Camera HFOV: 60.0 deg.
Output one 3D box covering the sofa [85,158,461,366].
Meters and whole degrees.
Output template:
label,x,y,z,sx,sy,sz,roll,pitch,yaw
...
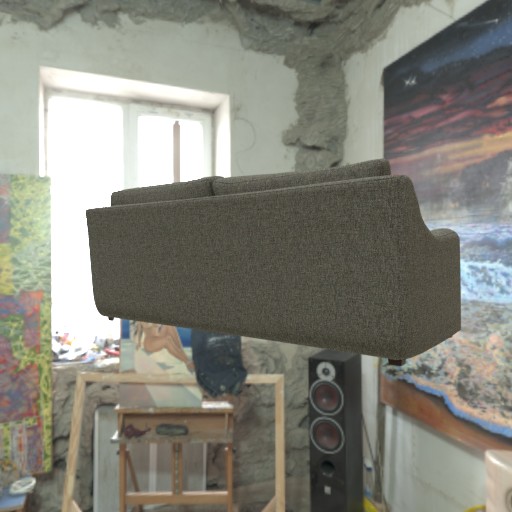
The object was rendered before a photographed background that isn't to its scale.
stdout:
label,x,y,z,sx,sy,sz,roll,pitch,yaw
sofa,0.000,0.000,2.997,2.418,0.998,1.103,0,0,38
